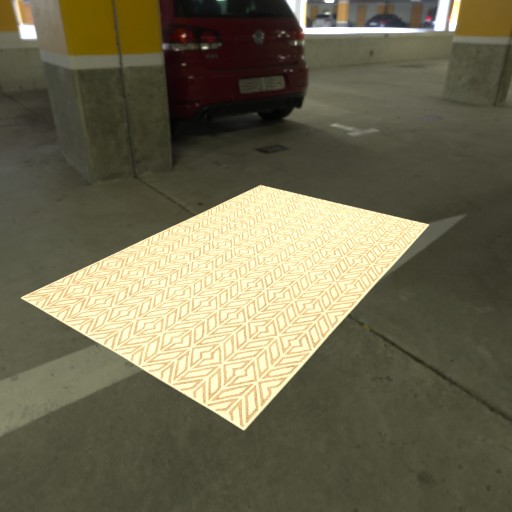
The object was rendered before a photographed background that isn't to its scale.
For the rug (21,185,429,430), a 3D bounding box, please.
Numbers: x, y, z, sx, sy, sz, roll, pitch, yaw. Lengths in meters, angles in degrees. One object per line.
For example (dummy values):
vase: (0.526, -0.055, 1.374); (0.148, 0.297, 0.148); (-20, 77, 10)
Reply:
rug: (0.000, 0.000, 2.279); (1.220, 0.007, 1.828); (19, 33, 31)
